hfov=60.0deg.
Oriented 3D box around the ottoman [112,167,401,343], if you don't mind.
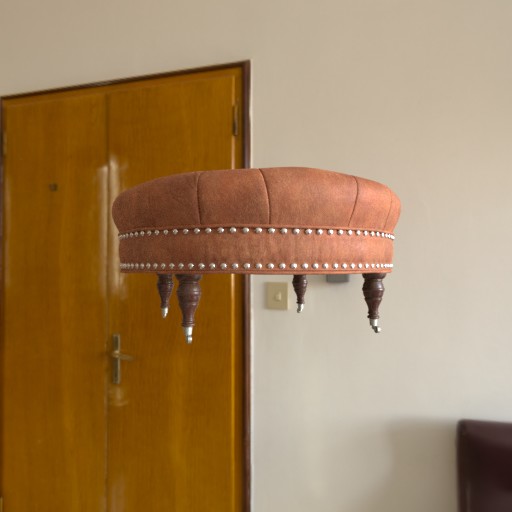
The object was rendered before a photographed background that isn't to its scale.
[{"bbox_3d":[0.000,0.000,1.437,0.901,0.444,0.901,0,-1,0],"label":"ottoman"}]
